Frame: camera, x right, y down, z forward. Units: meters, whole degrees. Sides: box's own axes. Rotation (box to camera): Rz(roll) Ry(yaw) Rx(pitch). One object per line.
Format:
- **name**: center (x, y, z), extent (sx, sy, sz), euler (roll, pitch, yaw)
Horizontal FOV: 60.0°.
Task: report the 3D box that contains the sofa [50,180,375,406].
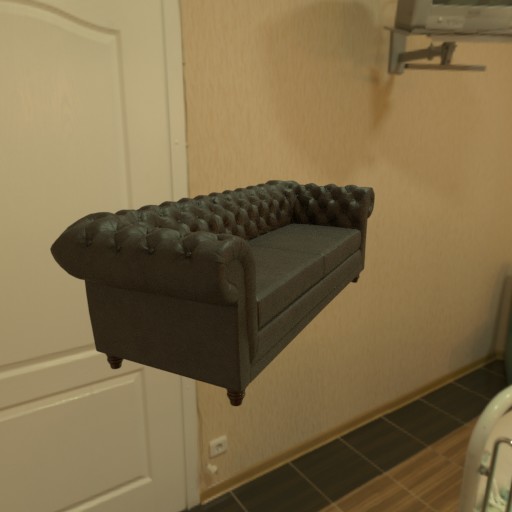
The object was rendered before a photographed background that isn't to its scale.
- **sofa**: center (0.000, 0.000, 2.818), extent (0.944, 0.783, 2.385), euler (7, 16, 26)
